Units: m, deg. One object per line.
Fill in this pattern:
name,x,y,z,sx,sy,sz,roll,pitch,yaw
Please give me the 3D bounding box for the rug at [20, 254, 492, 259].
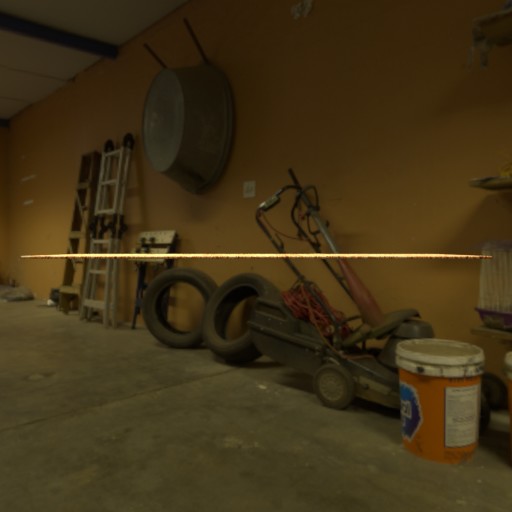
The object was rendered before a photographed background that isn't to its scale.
rug,0.000,0.000,2.435,2.237,0.014,0.680,0,1,0
